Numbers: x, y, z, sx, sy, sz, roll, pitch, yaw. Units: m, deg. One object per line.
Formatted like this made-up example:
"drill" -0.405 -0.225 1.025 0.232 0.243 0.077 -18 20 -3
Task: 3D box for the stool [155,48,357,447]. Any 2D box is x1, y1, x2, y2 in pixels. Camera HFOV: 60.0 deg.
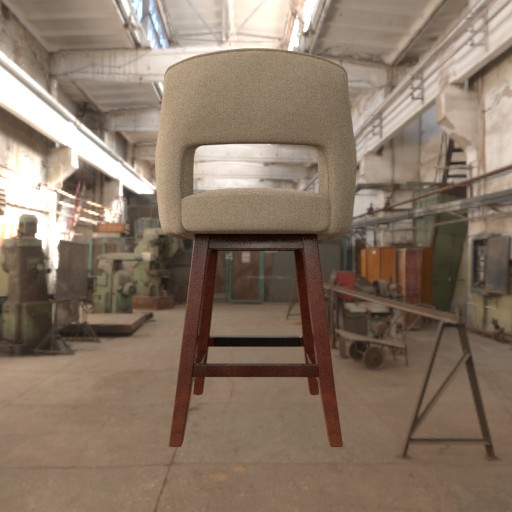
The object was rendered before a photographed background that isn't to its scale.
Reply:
"stool" 0.000 0.000 1.265 0.550 0.936 0.560 0 0 0
